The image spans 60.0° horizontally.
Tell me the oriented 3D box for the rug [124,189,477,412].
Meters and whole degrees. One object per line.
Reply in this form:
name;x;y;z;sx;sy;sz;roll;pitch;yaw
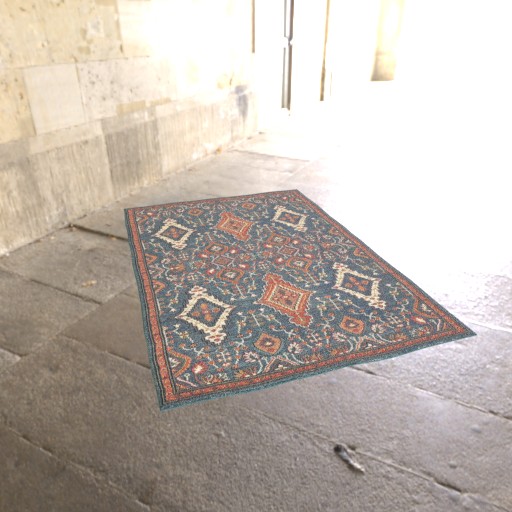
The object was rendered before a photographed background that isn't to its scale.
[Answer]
rug;0.000;0.000;3.022;1.622;0.009;2.373;-9;29;-16
